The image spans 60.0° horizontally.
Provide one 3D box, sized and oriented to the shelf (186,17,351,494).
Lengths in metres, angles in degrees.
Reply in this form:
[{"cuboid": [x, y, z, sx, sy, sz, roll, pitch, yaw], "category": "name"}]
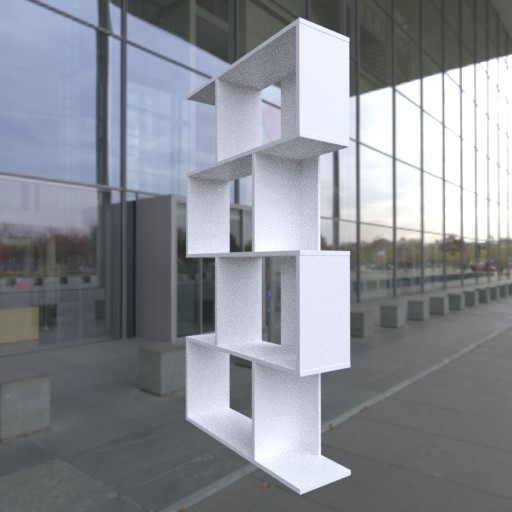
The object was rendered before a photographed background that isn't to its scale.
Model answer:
[{"cuboid": [0.000, 0.000, 1.968, 0.250, 1.650, 0.890, 1, -1, -35], "category": "shelf"}]
